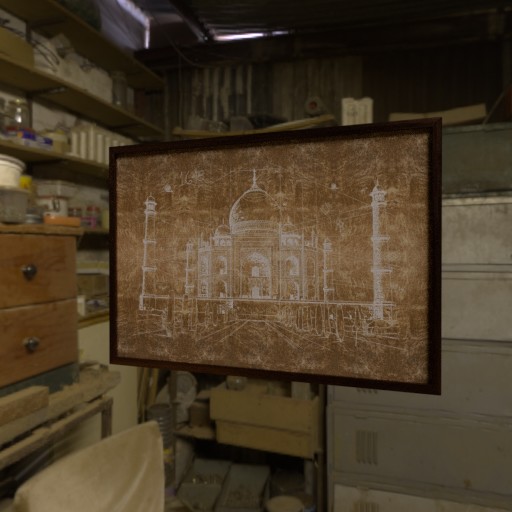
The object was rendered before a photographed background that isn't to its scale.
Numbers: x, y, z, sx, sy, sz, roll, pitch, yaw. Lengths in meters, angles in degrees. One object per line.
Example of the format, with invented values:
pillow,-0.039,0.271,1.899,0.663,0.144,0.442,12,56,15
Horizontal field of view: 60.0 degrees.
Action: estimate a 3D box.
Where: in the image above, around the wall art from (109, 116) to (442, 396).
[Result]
wall art,0.000,0.000,0.557,0.431,0.304,0.012,0,0,19
